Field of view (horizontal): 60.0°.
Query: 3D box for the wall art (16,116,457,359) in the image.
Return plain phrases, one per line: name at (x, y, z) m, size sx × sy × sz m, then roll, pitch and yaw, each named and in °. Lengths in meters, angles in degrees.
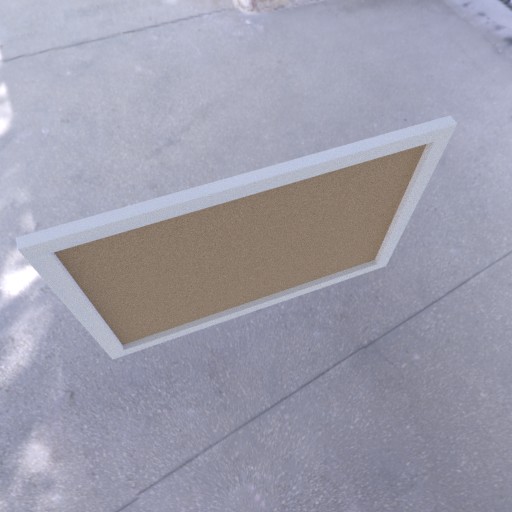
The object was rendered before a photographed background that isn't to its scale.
wall art at (0.000, 0.000, 1.424) m, size 1.144 × 0.767 × 0.038 m, roll -18°, pitch 60°, yaw -10°
